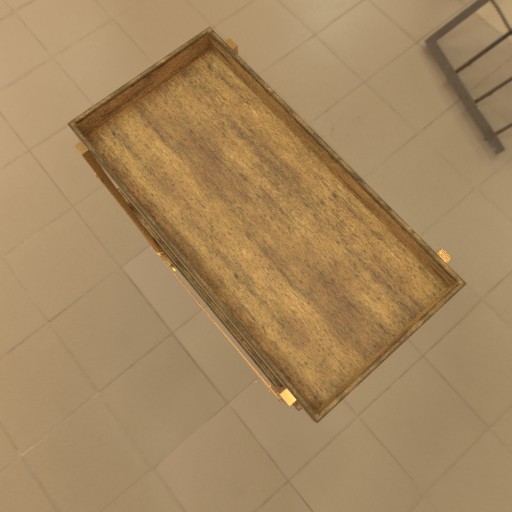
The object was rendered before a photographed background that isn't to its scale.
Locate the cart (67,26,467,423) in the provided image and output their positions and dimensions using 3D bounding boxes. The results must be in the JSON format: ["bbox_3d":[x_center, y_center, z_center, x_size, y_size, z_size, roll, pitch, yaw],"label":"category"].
[{"bbox_3d":[0.000,0.000,1.236,0.416,0.799,0.750,-39,78,-10],"label":"cart"}]
